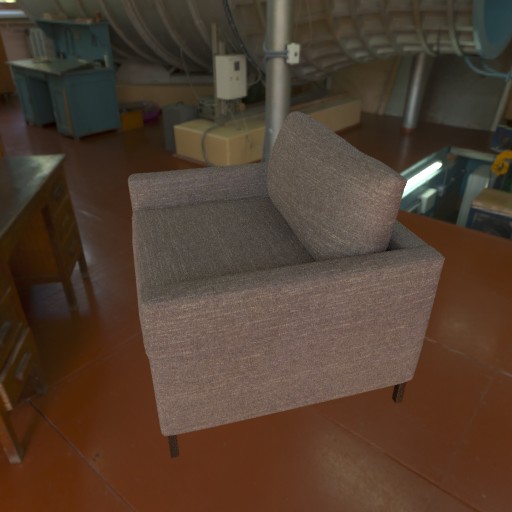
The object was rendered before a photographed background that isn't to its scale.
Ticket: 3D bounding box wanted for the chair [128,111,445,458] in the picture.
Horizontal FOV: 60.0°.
[{"bbox_3d":[0.000,0.000,1.592,0.845,0.841,0.940,-8,31,-14],"label":"chair"}]
